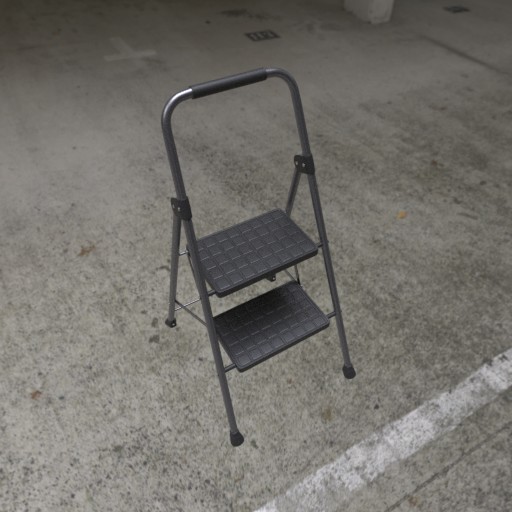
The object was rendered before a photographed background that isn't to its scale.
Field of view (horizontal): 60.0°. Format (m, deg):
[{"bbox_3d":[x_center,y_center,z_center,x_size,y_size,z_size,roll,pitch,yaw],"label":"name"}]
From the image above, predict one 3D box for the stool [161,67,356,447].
[{"bbox_3d":[0.000,0.000,1.167,0.450,0.872,0.514,-23,50,-21],"label":"stool"}]
